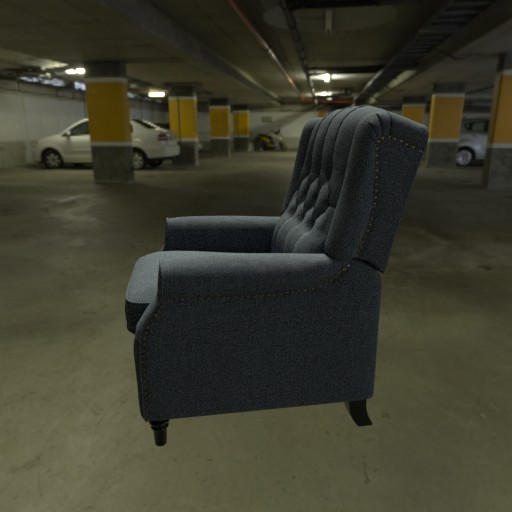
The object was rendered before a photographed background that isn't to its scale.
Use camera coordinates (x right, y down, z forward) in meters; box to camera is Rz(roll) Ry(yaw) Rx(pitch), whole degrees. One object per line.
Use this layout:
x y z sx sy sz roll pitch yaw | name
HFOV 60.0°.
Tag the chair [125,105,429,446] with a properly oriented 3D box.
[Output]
0.000 0.000 1.606 0.898 1.035 0.742 -3 16 -9 | chair
